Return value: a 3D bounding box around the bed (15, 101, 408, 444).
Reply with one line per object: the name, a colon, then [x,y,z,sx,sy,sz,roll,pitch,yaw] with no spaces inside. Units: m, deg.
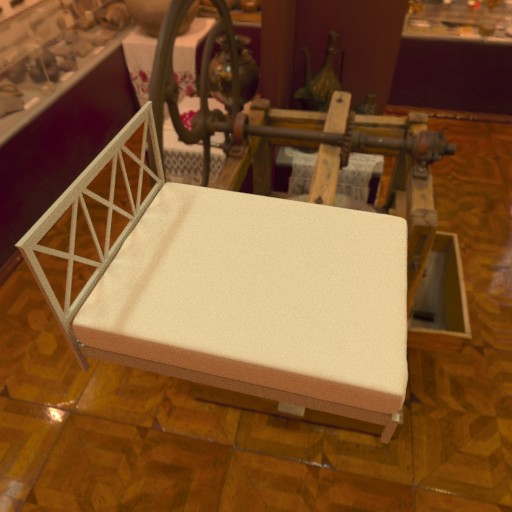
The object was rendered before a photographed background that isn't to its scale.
bed: [0.000,0.000,3.106,2.135,1.253,1.673,10,46,10]
